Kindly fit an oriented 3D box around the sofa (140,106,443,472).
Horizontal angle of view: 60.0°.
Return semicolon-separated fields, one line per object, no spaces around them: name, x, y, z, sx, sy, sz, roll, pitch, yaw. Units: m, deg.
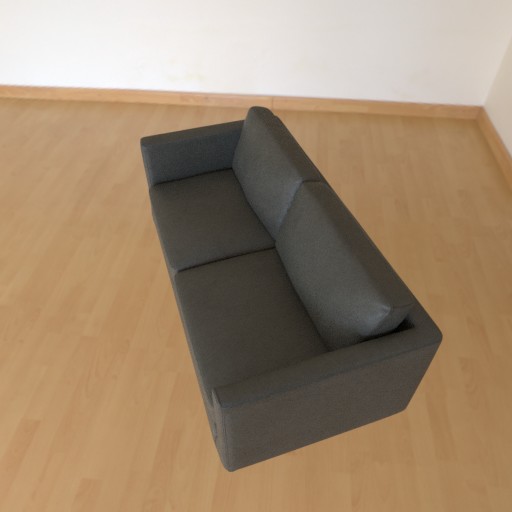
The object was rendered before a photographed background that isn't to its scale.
sofa;0.000;0.000;2.437;0.951;0.933;1.883;-14;47;-13
